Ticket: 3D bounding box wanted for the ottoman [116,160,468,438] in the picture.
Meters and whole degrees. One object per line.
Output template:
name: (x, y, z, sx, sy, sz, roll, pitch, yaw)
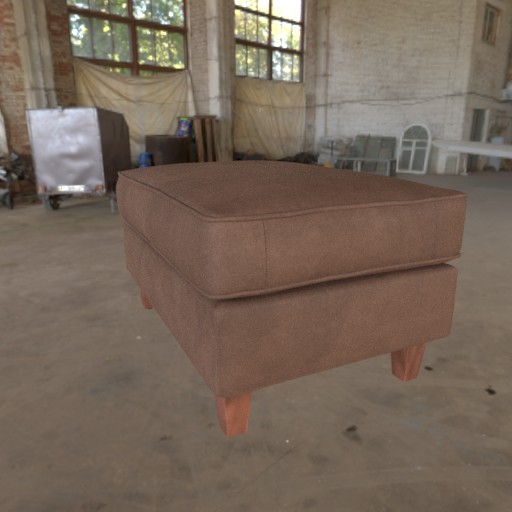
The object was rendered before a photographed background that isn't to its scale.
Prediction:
ottoman: (0.000, 0.000, 1.191, 0.596, 0.481, 0.860, -8, 18, -25)
